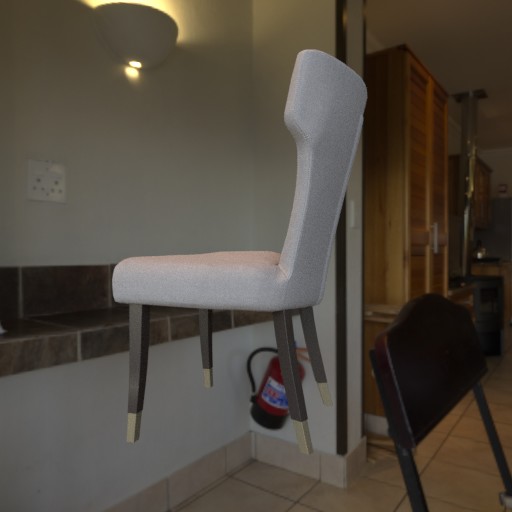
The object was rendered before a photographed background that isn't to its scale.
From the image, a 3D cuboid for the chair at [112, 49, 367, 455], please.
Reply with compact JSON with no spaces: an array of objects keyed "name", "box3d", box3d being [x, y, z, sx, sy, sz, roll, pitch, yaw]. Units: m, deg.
[{"name":"chair","box3d":[0.000,0.000,1.294,0.630,0.950,0.526,0,0,17]}]
